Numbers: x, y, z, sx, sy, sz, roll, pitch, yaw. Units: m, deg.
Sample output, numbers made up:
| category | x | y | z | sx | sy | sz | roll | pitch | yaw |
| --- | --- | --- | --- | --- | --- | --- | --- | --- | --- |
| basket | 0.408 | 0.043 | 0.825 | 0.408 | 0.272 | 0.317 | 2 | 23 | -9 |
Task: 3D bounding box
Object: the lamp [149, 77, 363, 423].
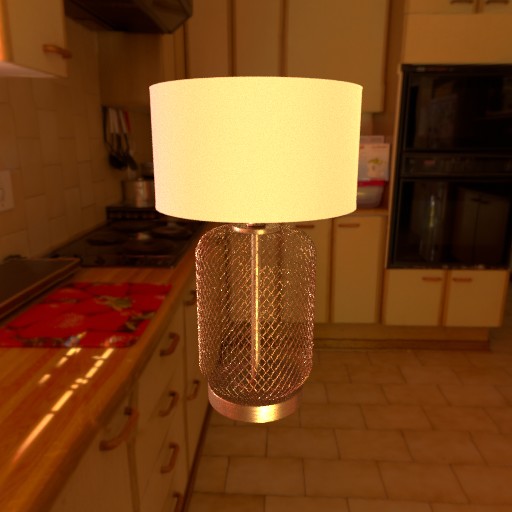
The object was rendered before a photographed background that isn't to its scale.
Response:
| category | x | y | z | sx | sy | sz | roll | pitch | yaw |
| --- | --- | --- | --- | --- | --- | --- | --- | --- | --- |
| lamp | 0.000 | 0.000 | 0.823 | 0.353 | 0.578 | 0.353 | 0 | 15 | 0 |
